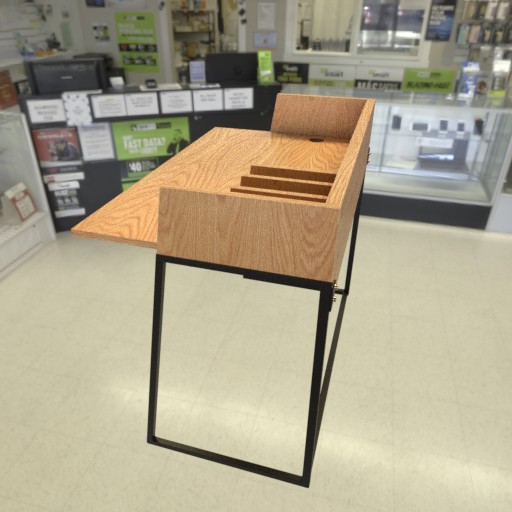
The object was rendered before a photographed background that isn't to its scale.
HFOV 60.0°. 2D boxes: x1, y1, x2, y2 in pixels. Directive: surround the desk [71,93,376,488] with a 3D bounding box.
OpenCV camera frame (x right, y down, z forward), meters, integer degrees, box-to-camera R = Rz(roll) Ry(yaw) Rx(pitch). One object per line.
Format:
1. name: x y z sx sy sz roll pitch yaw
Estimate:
1. desk: 0.000 0.000 1.835 0.769 1.061 1.191 9 32 14
